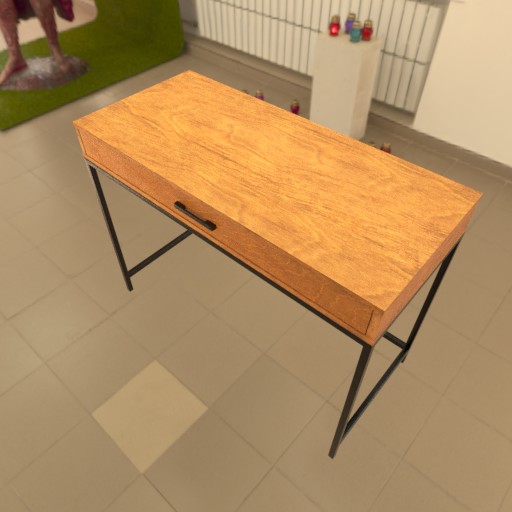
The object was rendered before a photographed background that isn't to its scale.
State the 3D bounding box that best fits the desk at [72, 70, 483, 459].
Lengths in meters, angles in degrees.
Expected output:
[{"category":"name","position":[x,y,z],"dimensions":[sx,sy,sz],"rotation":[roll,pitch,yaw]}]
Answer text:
[{"category":"desk","position":[0.000,0.000,1.431],"dimensions":[1.016,0.762,0.470],"rotation":[32,54,27]}]
